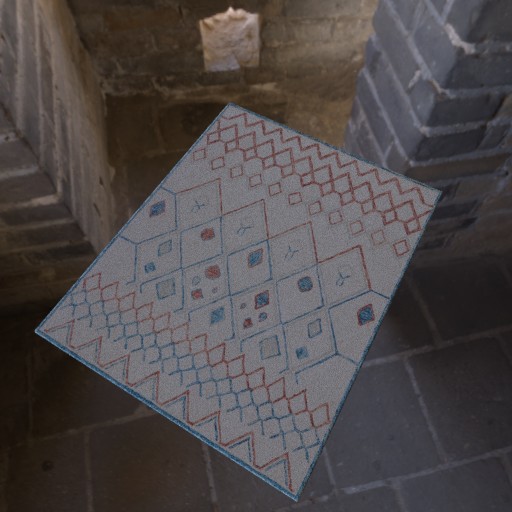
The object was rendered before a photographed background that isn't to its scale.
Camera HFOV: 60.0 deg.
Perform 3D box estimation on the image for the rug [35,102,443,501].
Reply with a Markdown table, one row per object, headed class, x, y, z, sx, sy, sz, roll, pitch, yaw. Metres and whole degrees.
| class | x | y | z | sx | sy | sz | roll | pitch | yaw |
| --- | --- | --- | --- | --- | --- | --- | --- | --- | --- |
| rug | 0.000 | 0.000 | 3.976 | 2.441 | 0.016 | 3.050 | 27 | 65 | 14 |
